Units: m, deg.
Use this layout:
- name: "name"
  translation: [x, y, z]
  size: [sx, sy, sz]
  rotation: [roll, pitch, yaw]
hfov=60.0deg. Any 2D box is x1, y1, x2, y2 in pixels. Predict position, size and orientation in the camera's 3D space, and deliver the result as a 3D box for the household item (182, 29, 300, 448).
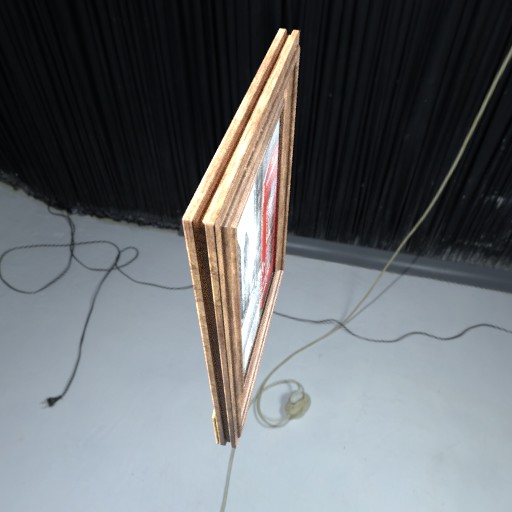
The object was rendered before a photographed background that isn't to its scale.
- name: "household item"
  translation: [0.000, 0.000, 0.313]
  size: [0.018, 0.237, 0.186]
  rotation: [10, 49, 9]
